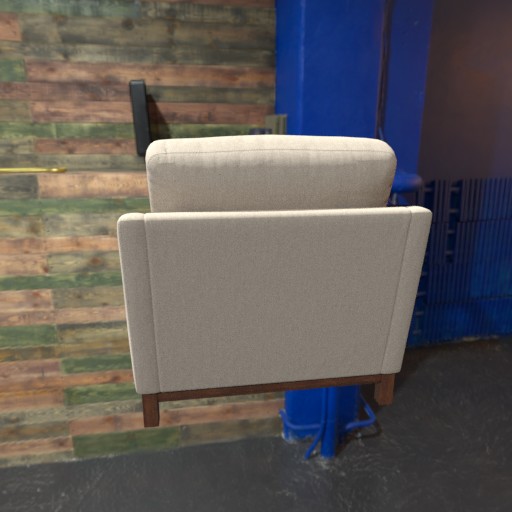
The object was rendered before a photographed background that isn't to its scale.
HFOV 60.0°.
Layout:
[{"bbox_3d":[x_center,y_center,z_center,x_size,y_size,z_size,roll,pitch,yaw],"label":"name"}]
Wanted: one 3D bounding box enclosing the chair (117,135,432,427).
[{"bbox_3d":[0.000,0.000,1.743,0.912,0.916,1.001,-2,15,-9],"label":"chair"}]
